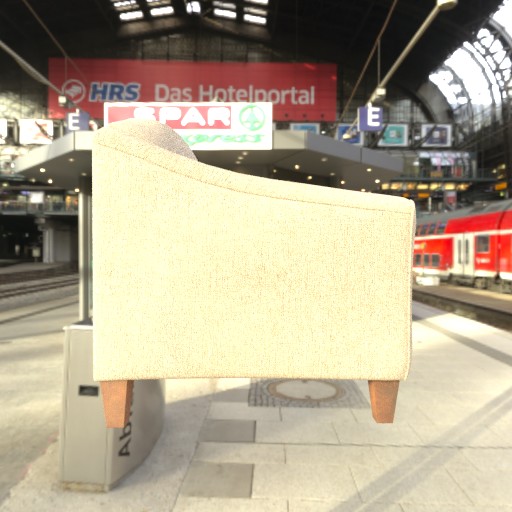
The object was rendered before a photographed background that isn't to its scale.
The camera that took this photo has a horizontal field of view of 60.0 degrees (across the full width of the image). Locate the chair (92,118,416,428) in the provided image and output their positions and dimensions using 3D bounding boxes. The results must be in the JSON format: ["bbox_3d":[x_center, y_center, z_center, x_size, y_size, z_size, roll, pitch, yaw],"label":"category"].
[{"bbox_3d":[0.000,0.000,1.421,0.787,0.839,0.763,0,1,0],"label":"chair"}]
